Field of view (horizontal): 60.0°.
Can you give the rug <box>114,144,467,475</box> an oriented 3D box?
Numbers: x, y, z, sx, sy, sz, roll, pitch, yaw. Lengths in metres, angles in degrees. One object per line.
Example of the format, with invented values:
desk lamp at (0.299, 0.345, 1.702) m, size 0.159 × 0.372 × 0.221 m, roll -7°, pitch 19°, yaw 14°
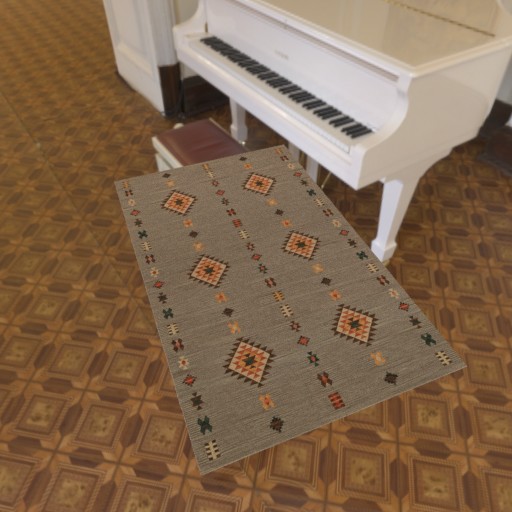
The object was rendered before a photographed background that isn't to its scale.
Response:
rug at (0.000, 0.000, 3.015) m, size 1.515 × 0.007 × 2.427 m, roll -16°, pitch 48°, yaw -15°
